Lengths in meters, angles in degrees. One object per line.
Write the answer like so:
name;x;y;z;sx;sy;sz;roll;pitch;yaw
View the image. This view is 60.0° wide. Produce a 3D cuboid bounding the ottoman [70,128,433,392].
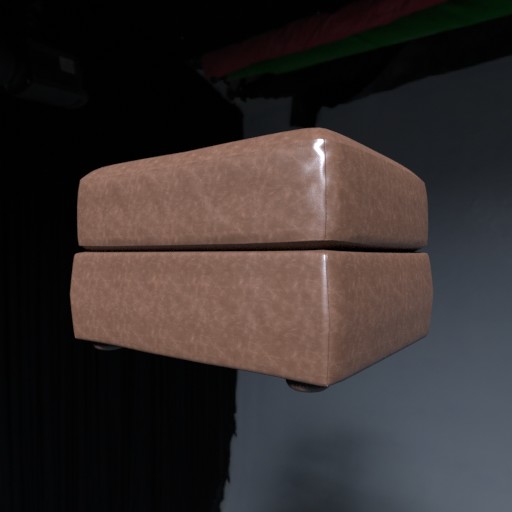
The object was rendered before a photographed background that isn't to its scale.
ottoman;0.000;0.000;1.138;0.751;0.476;0.603;0;0;36
